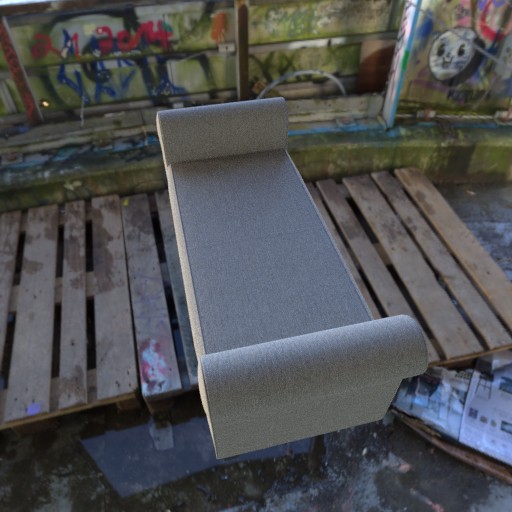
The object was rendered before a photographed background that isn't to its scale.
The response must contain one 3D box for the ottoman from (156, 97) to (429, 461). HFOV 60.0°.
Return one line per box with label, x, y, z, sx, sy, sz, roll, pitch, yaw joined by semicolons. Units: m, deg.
ottoman;0.000;0.000;1.538;0.521;0.547;1.256;-10;47;-9
